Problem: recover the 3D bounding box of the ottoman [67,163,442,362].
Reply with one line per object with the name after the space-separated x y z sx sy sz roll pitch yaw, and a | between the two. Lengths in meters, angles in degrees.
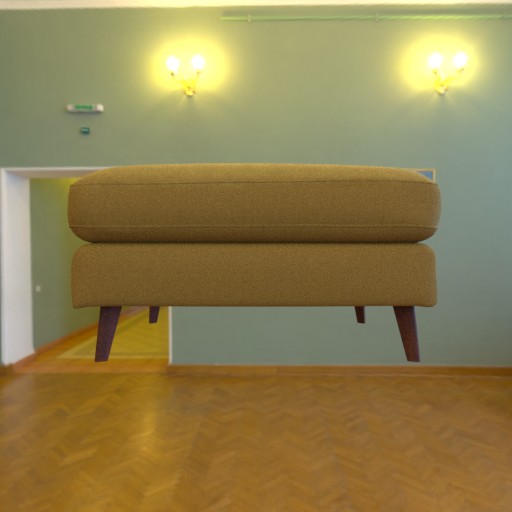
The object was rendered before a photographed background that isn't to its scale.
0.000 0.000 1.206 0.811 0.449 0.608 0 1 0 | ottoman
